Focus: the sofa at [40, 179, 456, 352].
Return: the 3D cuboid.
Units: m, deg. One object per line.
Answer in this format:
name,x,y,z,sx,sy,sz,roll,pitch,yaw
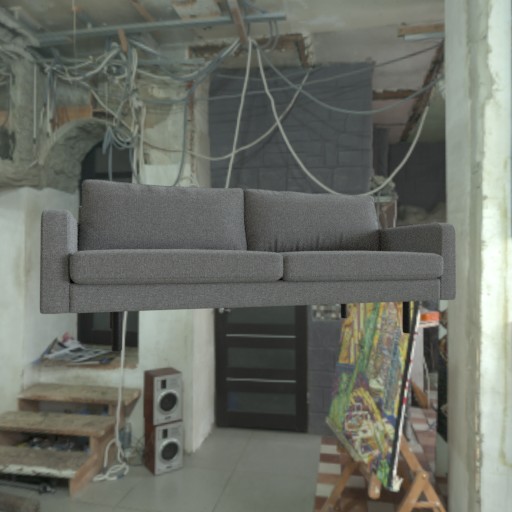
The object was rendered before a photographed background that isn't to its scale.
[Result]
sofa,0.000,0.000,2.599,2.200,0.880,0.880,0,-1,-19
